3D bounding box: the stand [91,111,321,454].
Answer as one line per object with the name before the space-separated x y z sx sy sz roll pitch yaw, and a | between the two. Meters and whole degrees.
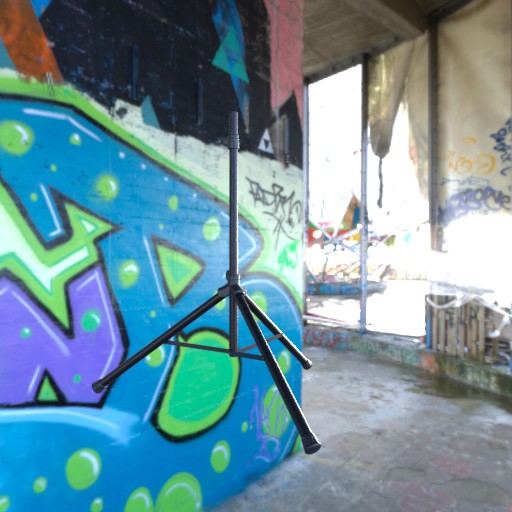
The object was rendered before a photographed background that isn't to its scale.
stand | 0.000 0.000 1.879 1.045 1.136 0.907 0 0 37
